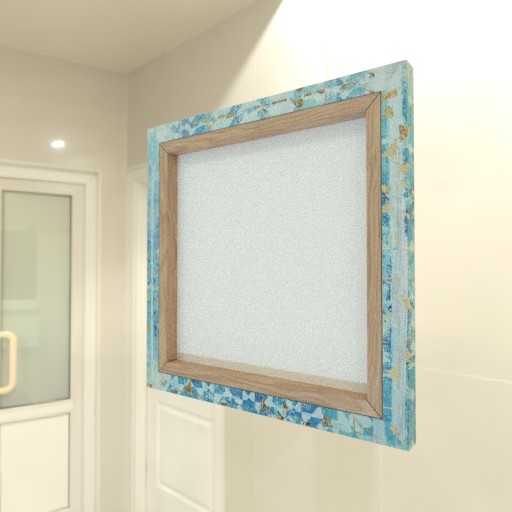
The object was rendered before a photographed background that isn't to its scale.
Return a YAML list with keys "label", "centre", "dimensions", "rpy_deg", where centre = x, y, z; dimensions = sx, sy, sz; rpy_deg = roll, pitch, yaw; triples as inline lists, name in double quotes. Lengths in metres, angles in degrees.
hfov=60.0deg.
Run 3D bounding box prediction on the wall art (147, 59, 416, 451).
- label: "wall art"
  centre: [0.000, 0.000, 0.881]
  dimensions: [0.609, 0.609, 0.040]
  rpy_deg: [-1, -1, 36]
